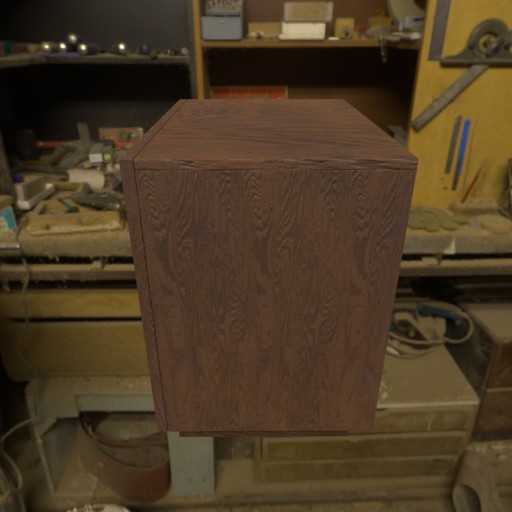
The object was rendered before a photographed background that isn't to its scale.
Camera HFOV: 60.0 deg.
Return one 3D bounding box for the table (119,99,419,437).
[{"bbox_3d":[0.000,0.000,0.982,0.439,0.585,0.560,0,27,0],"label":"table"}]
